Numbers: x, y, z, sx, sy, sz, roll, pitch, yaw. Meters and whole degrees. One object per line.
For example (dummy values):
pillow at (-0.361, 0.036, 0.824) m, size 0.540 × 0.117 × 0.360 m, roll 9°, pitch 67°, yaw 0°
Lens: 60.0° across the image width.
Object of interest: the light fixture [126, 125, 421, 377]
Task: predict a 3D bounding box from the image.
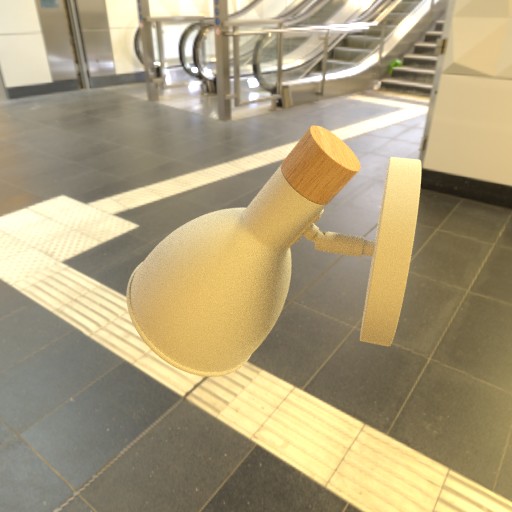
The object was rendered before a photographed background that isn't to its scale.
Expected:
light fixture at (0.000, 0.000, 0.336) m, size 0.209 × 0.199 × 0.127 m, roll 9°, pitch 31°, yaw 14°
